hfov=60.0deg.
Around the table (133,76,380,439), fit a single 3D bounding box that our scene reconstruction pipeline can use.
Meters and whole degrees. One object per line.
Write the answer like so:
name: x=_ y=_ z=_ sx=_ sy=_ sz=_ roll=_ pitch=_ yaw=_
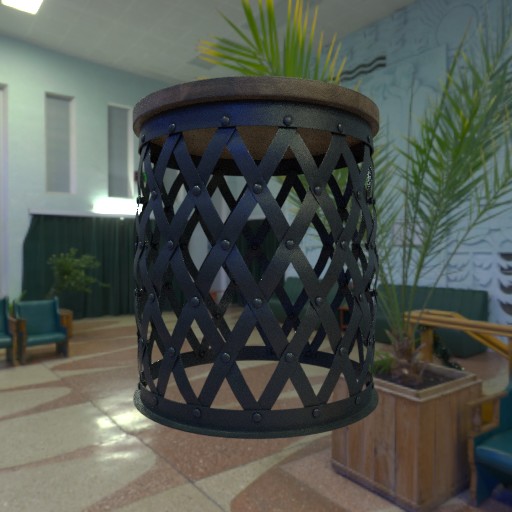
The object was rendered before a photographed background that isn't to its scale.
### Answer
table: x=0.000 y=0.000 z=0.756 sx=0.405 sy=0.454 sz=0.405 roll=0 pitch=1 yaw=0
